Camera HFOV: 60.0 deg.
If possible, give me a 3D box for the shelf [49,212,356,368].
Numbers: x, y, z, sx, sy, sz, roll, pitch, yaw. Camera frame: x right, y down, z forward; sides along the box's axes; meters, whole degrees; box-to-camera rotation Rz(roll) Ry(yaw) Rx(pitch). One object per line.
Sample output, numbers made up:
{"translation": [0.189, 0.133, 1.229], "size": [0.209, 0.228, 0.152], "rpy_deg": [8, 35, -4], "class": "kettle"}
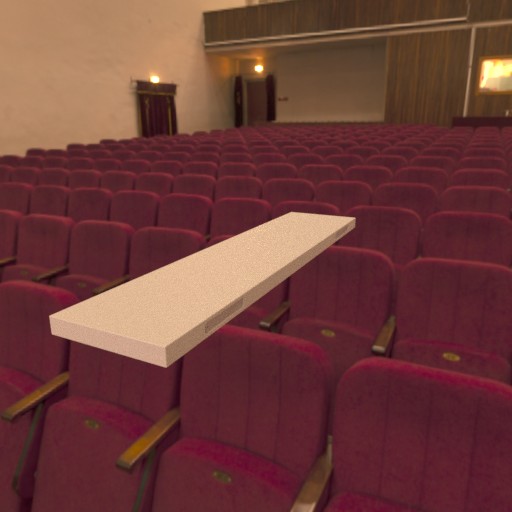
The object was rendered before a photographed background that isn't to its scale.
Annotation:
{"translation": [0.000, 0.000, 0.662], "size": [0.140, 0.020, 0.610], "rpy_deg": [8, 18, 26], "class": "shelf"}
